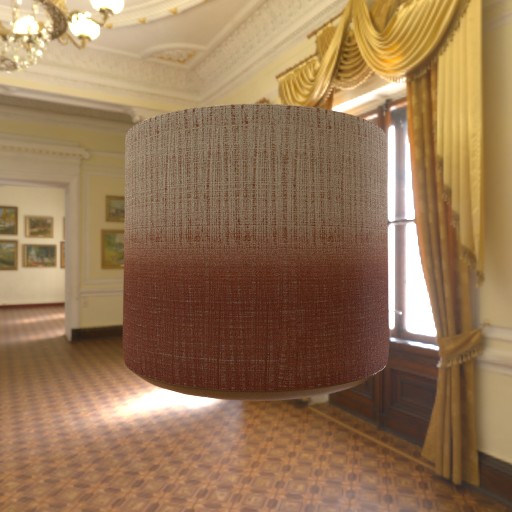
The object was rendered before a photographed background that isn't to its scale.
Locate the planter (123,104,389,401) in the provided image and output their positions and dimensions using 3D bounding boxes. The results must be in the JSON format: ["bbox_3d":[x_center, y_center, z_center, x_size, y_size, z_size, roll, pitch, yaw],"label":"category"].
[{"bbox_3d":[0.000,0.000,0.441,0.254,0.221,0.254,0,0,0],"label":"planter"}]
